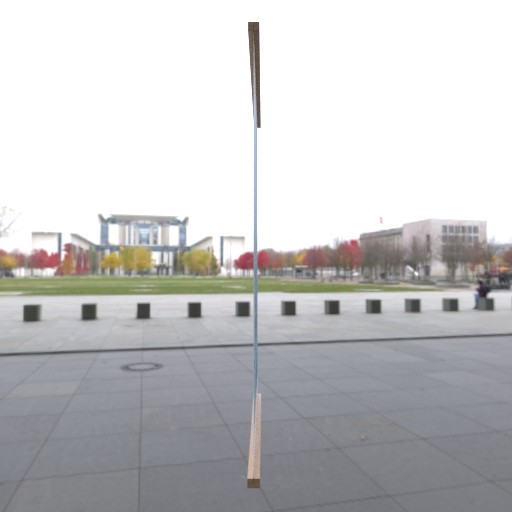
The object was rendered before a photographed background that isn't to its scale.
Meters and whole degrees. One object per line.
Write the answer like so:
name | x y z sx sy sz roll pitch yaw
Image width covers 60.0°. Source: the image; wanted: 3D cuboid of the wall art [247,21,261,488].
wall art | 0.000 0.000 0.780 0.016 0.611 0.401 0 -2 1
